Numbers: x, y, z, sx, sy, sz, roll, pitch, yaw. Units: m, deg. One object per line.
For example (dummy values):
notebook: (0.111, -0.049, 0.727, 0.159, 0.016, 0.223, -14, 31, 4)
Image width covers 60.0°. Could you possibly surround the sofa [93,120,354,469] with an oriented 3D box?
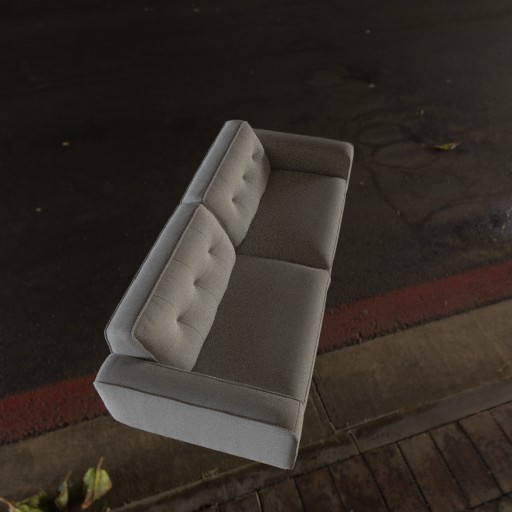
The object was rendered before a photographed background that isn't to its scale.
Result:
sofa: (0.000, 0.000, 2.763, 0.956, 0.781, 2.270, 11, 48, 10)
